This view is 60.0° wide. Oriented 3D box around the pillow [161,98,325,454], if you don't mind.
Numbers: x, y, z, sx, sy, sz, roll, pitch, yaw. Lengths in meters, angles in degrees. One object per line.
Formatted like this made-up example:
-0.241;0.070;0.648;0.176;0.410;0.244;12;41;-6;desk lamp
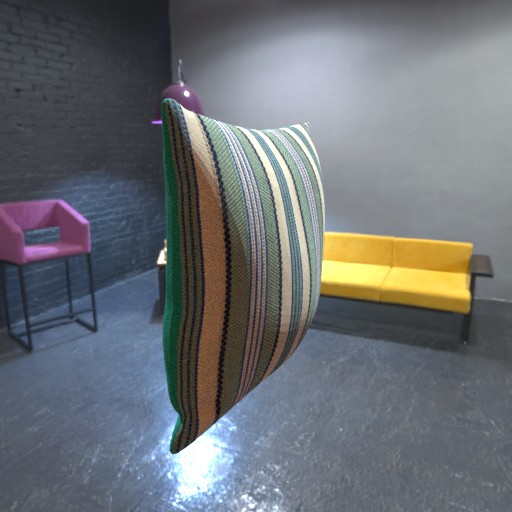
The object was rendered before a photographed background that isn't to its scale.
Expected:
0.000;0.000;0.706;0.182;0.441;0.440;7;16;27;pillow
